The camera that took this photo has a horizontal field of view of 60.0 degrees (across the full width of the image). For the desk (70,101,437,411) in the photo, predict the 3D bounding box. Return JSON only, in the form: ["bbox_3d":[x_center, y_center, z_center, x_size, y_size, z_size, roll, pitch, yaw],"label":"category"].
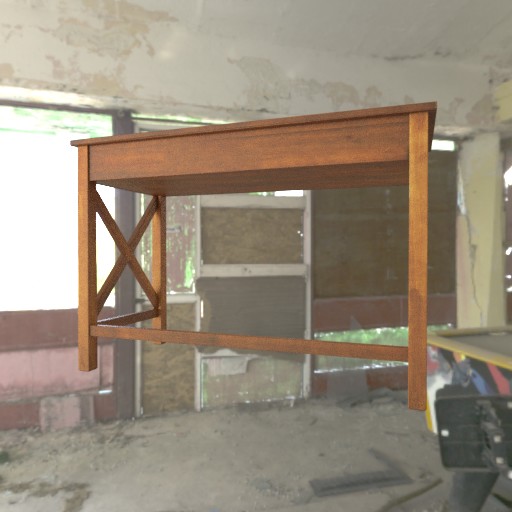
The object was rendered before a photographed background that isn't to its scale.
[{"bbox_3d":[0.000,0.000,1.507,1.117,0.762,0.508,0,1,20],"label":"desk"}]
